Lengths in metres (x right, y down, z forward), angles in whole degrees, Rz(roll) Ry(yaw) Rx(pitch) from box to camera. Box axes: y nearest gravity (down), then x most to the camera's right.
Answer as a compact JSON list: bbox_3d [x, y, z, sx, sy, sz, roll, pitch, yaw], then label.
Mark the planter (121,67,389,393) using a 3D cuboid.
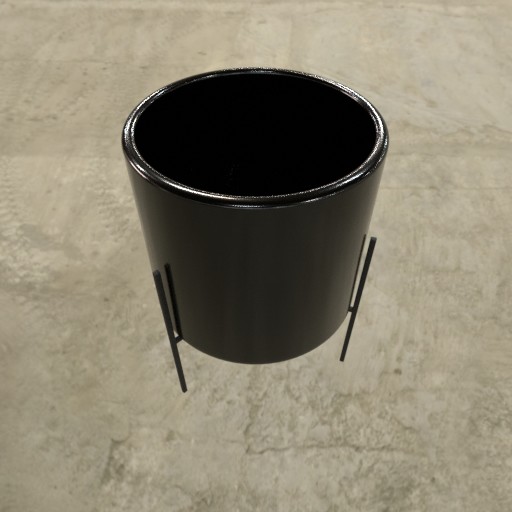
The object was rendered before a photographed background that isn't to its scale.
[{"bbox_3d":[0.000,0.000,0.654,0.310,0.432,0.310,25,51,22],"label":"planter"}]
